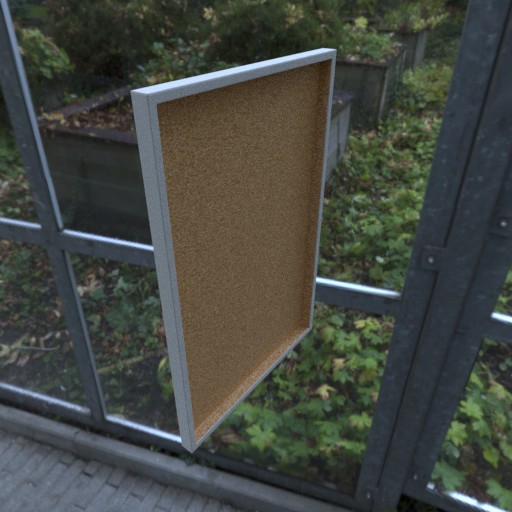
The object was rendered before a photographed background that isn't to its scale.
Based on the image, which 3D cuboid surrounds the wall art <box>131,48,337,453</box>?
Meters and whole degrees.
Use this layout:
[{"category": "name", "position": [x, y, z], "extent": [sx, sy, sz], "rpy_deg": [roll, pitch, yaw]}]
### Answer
[{"category": "wall art", "position": [0.000, 0.000, 1.144], "extent": [0.038, 0.914, 0.610], "rpy_deg": [22, 38, 31]}]
